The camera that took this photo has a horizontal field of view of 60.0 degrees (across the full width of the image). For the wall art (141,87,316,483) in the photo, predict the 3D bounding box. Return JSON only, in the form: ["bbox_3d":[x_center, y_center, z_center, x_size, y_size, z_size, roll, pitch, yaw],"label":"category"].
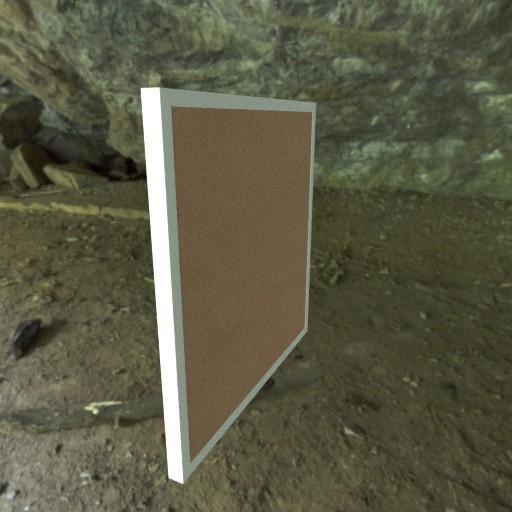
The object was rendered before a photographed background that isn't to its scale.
[{"bbox_3d":[0.000,0.000,1.130,0.036,0.760,0.760,8,19,25],"label":"wall art"}]
